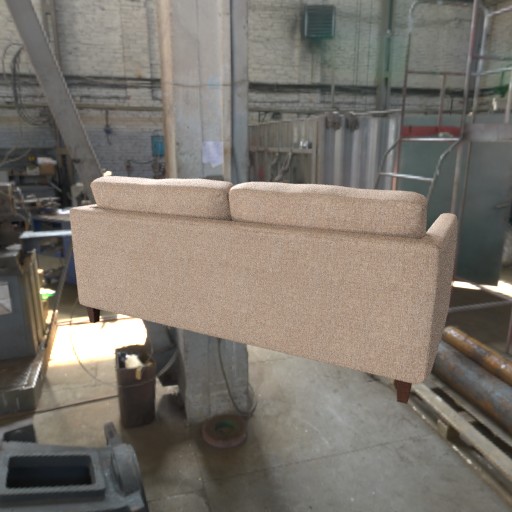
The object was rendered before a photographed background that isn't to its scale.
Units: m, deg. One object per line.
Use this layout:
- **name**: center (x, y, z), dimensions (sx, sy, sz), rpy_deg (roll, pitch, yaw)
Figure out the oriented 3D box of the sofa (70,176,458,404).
- **sofa**: center (0.000, 0.000, 2.749), dimensions (2.208, 0.965, 0.951), rpy_deg (8, 16, 27)
